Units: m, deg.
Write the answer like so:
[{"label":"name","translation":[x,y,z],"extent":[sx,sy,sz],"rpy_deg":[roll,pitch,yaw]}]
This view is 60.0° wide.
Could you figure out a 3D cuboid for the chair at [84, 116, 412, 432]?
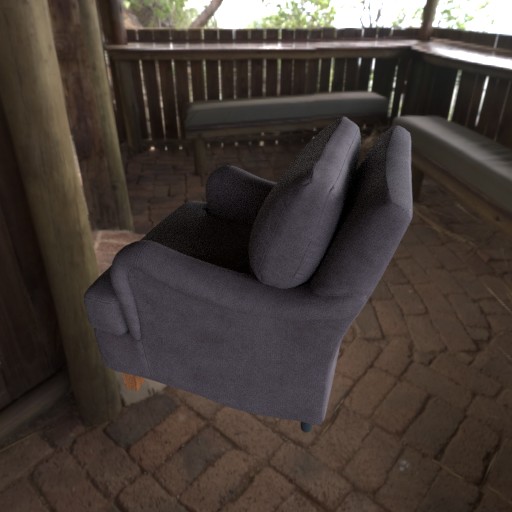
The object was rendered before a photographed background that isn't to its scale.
[{"label":"chair","translation":[0.000,0.000,1.800],"extent":[1.070,0.997,0.955],"rpy_deg":[8,31,14]}]
